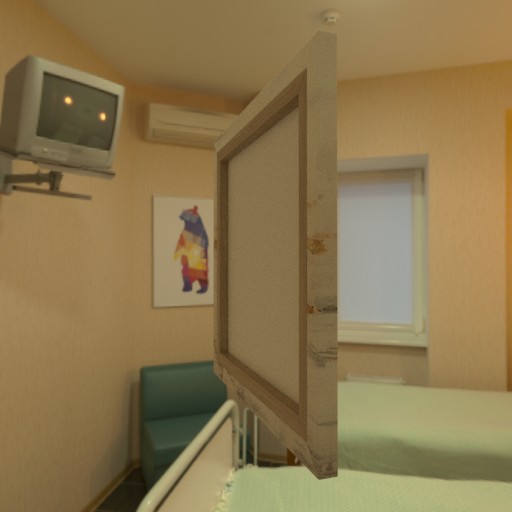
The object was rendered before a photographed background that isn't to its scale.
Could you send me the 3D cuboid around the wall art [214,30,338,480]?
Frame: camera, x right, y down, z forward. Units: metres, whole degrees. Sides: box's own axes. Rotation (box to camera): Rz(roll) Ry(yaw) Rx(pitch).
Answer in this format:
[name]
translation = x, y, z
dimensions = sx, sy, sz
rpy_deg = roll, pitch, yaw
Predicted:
[wall art]
translation = 0.000, 0.000, 1.105
dimensions = 0.038, 0.755, 0.753
rpy_deg = 0, -1, -19
